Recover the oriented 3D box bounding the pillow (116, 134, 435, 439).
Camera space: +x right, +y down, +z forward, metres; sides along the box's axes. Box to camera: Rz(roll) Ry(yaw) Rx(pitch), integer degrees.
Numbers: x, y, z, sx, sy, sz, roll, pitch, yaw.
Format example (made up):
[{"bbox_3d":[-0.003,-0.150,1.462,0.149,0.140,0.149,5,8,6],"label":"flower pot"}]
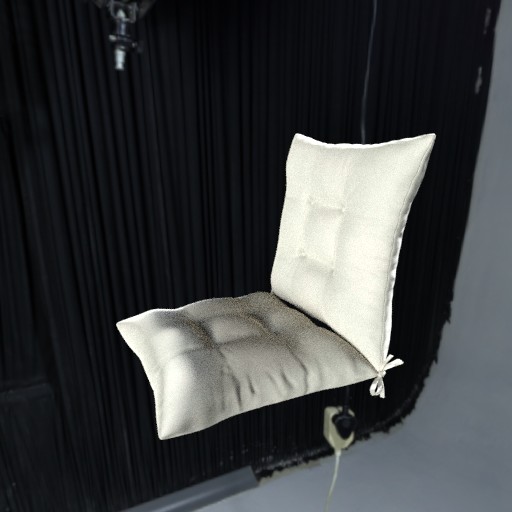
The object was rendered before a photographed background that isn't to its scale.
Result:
[{"bbox_3d":[0.000,0.000,1.006,0.585,0.536,0.541,-7,17,-24],"label":"pillow"}]
